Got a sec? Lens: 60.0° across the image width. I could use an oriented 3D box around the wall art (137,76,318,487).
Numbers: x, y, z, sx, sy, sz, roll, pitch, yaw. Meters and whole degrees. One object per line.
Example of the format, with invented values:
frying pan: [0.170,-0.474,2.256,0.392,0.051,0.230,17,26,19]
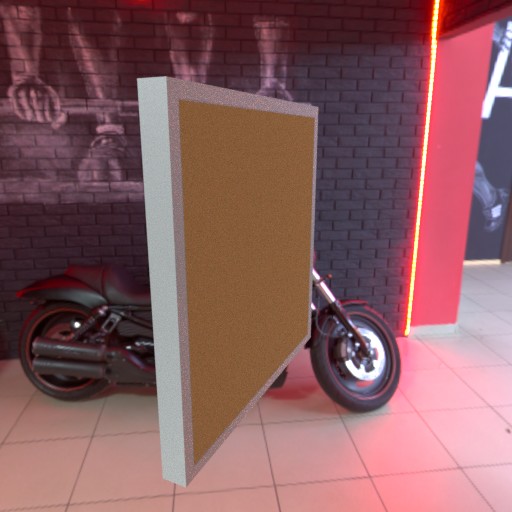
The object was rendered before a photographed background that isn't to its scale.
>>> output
wall art: [0.000,0.000,0.747,0.038,0.506,0.506,7,16,25]
